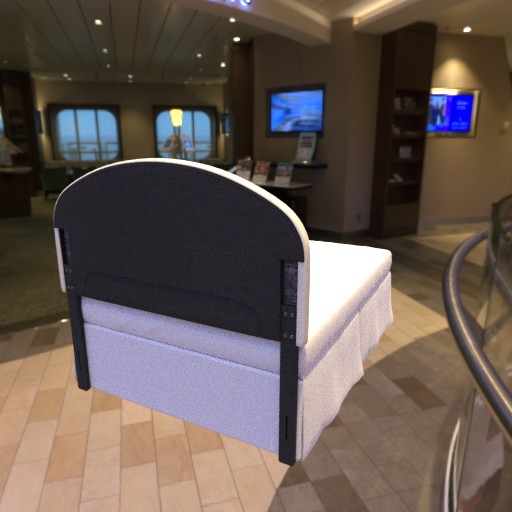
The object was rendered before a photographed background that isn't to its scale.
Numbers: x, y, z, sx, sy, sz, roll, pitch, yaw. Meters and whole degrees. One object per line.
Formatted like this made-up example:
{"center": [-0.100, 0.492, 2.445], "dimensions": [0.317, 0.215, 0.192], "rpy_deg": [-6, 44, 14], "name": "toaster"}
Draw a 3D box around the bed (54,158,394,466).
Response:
{"center": [0.000, 0.000, 3.082], "dimensions": [1.607, 1.410, 2.005], "rpy_deg": [8, 17, 27], "name": "bed"}
